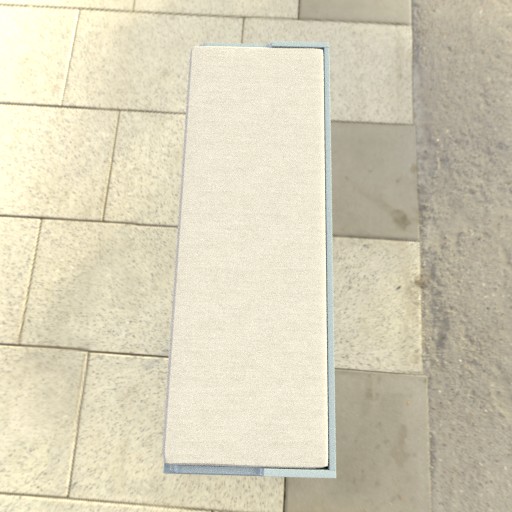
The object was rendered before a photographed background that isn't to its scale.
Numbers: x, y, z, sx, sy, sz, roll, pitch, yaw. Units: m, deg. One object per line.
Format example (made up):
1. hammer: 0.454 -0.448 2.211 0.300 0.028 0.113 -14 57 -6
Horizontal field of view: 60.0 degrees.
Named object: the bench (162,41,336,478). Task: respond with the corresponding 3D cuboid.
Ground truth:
1. bench: 0.000 0.000 1.351 0.398 0.501 1.140 1 76 0
